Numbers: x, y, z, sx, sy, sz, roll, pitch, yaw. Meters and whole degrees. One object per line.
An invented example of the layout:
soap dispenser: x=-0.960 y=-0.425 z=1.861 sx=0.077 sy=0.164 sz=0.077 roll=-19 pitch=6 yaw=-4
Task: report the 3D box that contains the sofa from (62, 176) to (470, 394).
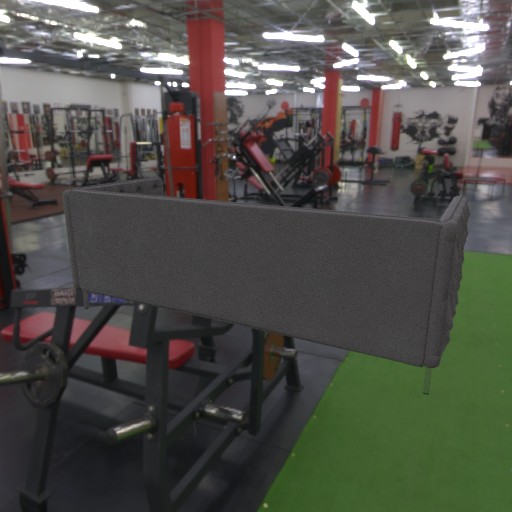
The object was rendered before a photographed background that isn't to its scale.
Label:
sofa: x=0.000 y=0.000 z=2.626 sx=2.209 sy=0.771 sz=0.895 roll=8 pitch=18 yaw=26
